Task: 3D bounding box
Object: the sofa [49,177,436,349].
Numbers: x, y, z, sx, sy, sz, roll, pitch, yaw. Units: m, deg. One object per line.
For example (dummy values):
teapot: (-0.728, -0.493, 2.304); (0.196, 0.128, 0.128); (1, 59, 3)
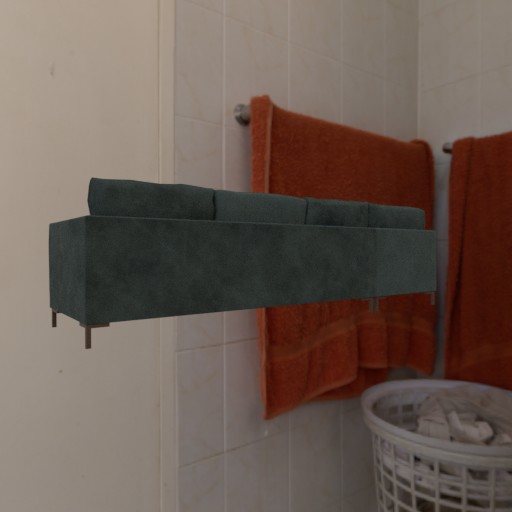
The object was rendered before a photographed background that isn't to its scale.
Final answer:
sofa: (0.000, 0.000, 3.992); (3.400, 0.967, 1.500); (-1, 1, -36)
